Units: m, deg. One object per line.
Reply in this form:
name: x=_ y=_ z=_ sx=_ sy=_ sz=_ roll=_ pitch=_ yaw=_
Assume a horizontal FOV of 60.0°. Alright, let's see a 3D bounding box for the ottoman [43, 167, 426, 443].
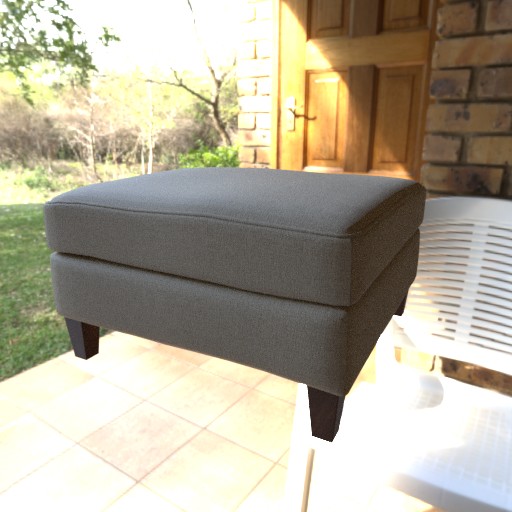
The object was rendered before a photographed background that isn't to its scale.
ottoman: x=0.000 y=0.000 z=1.337 sx=0.838 sy=0.503 sz=0.838 roll=9 pitch=18 yaw=27
